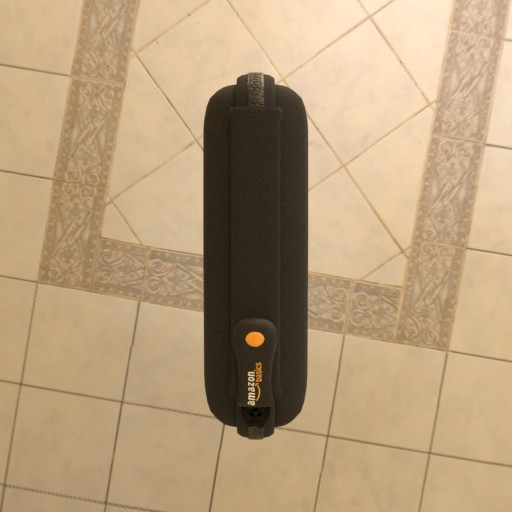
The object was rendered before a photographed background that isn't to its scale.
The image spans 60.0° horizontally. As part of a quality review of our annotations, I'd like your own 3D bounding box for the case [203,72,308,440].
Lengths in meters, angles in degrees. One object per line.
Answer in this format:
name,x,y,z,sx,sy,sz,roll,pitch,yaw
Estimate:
case,0.000,0.000,0.185,0.038,0.105,0.132,0,91,0
